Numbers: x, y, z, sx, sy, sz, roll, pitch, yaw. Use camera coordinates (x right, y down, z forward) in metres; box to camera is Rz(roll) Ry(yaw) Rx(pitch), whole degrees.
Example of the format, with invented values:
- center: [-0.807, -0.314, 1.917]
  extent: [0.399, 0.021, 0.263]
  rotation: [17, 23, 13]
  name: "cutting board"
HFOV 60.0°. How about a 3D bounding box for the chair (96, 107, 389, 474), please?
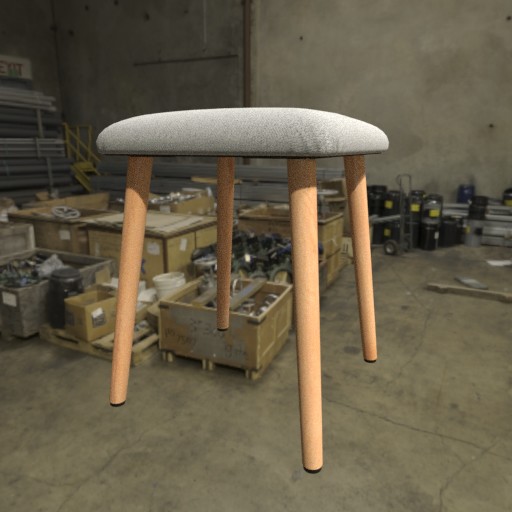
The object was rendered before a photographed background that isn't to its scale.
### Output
- center: [0.000, 0.000, 0.708]
  extent: [0.350, 0.440, 0.350]
  rotation: [7, 16, 26]
  name: "chair"
